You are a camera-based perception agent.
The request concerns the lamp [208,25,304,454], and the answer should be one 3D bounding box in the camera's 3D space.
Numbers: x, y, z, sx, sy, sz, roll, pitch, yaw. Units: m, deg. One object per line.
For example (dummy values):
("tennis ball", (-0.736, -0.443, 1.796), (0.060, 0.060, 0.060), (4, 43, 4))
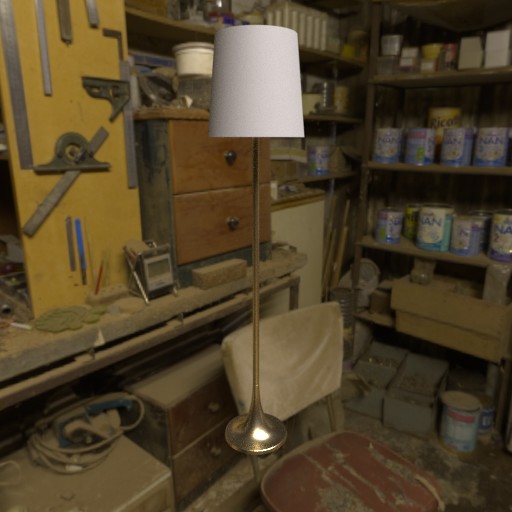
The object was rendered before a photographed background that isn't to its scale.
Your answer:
("lamp", (0.000, 0.000, 1.669), (0.337, 1.543, 0.337), (0, 15, 0))
